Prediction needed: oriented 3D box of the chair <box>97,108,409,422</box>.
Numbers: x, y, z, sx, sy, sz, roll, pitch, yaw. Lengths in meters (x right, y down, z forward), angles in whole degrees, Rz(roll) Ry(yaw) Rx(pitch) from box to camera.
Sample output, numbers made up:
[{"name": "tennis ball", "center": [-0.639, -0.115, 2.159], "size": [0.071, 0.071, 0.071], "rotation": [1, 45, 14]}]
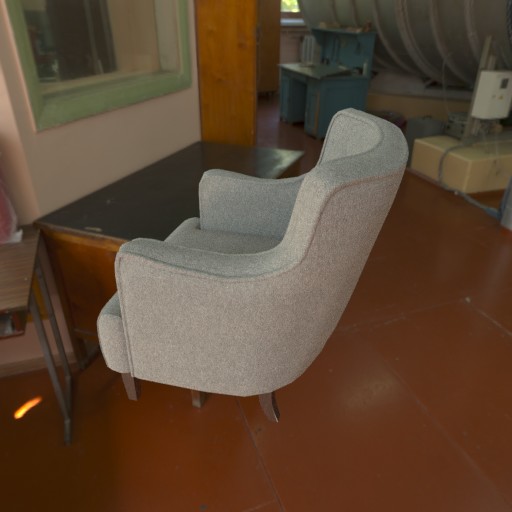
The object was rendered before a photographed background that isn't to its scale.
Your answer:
[{"name": "chair", "center": [0.000, 0.000, 1.566], "size": [0.910, 0.920, 0.820], "rotation": [7, 30, 12]}]
